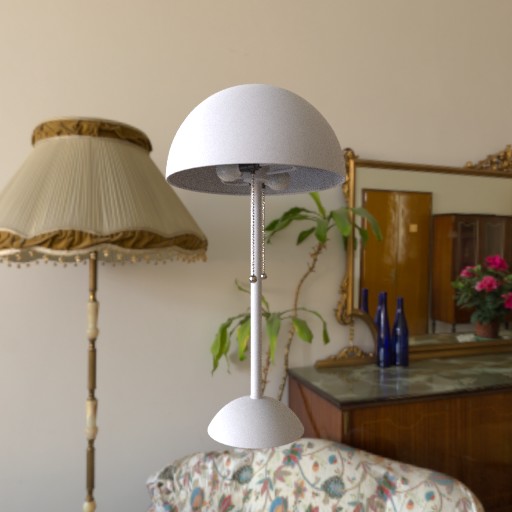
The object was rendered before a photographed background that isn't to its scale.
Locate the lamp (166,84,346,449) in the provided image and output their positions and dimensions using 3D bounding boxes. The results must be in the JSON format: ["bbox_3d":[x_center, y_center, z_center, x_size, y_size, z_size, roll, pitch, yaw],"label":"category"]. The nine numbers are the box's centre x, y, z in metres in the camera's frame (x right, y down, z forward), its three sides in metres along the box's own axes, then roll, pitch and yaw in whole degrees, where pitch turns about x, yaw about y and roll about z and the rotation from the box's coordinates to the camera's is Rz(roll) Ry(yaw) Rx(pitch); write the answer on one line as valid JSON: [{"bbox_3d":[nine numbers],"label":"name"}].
[{"bbox_3d":[0.000,0.000,0.427,0.171,0.330,0.171,0,-1,0],"label":"lamp"}]
